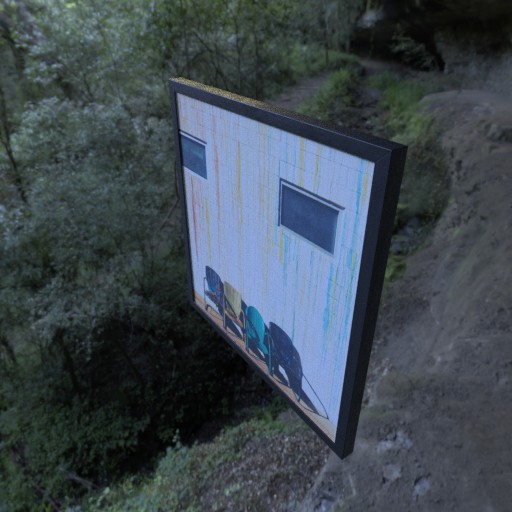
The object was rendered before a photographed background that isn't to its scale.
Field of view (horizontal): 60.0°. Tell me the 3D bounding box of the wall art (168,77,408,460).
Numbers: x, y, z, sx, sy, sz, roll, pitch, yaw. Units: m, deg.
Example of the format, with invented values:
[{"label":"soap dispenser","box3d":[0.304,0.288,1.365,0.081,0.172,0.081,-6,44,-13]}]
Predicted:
[{"label":"wall art","box3d":[0.000,0.000,1.145,0.039,0.763,0.763,-20,37,-30]}]
